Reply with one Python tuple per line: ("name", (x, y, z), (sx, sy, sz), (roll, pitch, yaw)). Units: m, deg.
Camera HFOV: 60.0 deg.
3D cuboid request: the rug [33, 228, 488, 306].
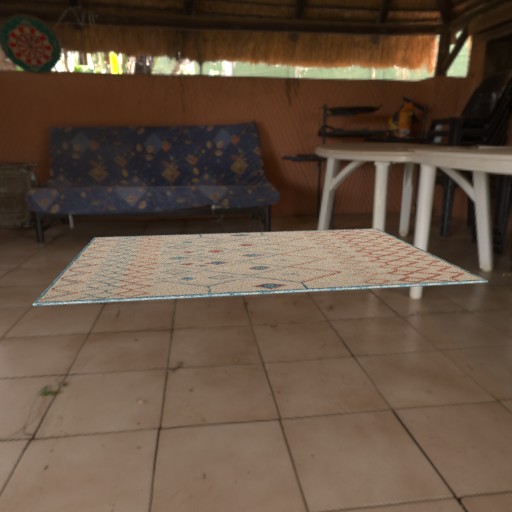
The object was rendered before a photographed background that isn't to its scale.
("rug", (0.000, 0.000, 3.066), (2.438, 0.015, 1.524), (-2, 15, -8))
